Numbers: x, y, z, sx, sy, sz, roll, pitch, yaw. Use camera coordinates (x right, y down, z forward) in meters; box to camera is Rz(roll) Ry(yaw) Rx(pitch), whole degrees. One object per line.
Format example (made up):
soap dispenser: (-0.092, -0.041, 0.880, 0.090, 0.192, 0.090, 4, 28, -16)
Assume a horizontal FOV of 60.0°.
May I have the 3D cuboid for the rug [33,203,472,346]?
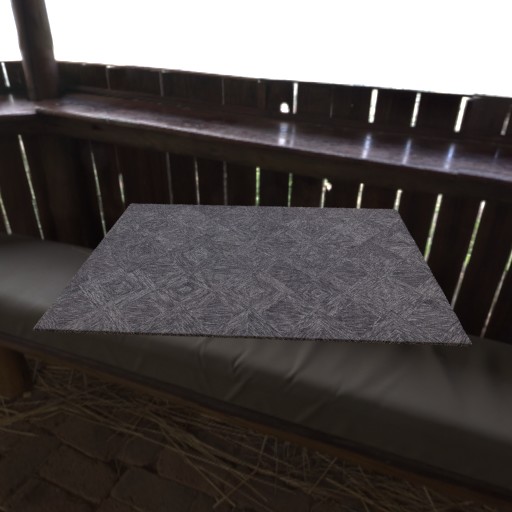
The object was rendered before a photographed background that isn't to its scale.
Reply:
rug: (0.000, 0.000, 4.268, 3.204, 0.017, 2.448, 2, 29, 3)
